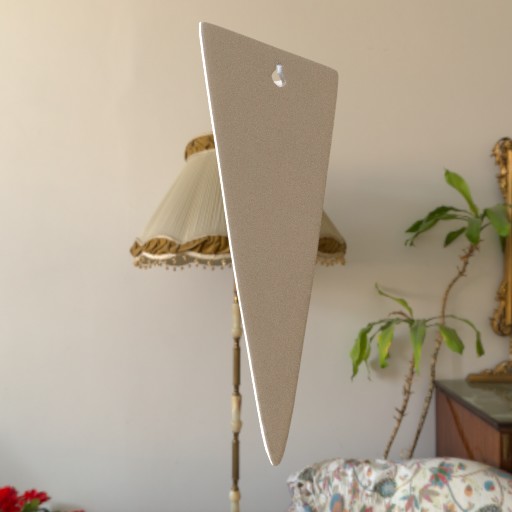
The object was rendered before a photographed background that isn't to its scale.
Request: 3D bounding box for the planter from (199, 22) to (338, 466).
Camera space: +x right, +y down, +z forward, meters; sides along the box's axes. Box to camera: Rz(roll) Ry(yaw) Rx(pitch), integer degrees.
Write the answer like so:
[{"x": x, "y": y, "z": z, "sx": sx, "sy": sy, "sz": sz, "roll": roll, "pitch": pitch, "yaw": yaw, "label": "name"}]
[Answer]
[{"x": 0.000, "y": 0.000, "z": 0.382, "sx": 0.143, "sy": 0.338, "sz": 0.065, "roll": 1, "pitch": -2, "yaw": -36, "label": "planter"}]
